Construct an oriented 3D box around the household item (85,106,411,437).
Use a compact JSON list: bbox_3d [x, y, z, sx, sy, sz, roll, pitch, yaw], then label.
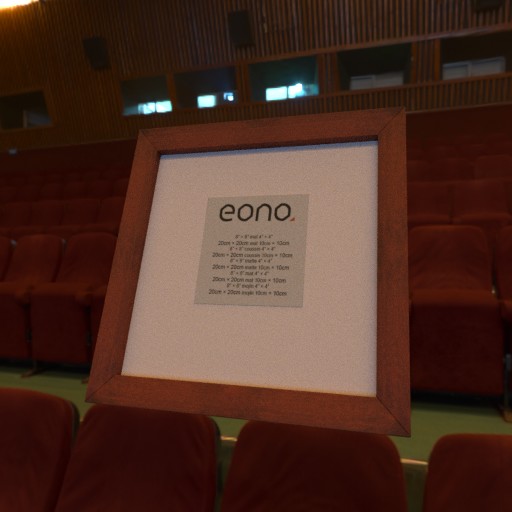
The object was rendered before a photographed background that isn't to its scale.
[{"bbox_3d":[0.000,0.000,0.373,0.240,0.240,0.131,0,0,16],"label":"household item"}]
